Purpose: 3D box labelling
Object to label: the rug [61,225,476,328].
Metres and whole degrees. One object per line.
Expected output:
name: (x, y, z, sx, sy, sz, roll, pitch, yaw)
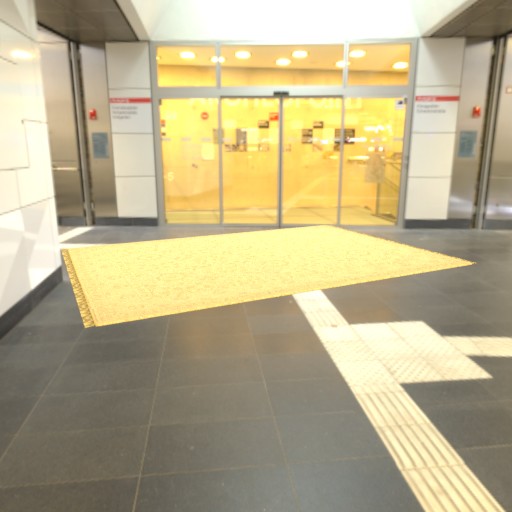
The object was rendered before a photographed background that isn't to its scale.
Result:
rug: (0.000, 0.000, 2.860, 2.233, 0.011, 1.514, -7, 15, -26)
